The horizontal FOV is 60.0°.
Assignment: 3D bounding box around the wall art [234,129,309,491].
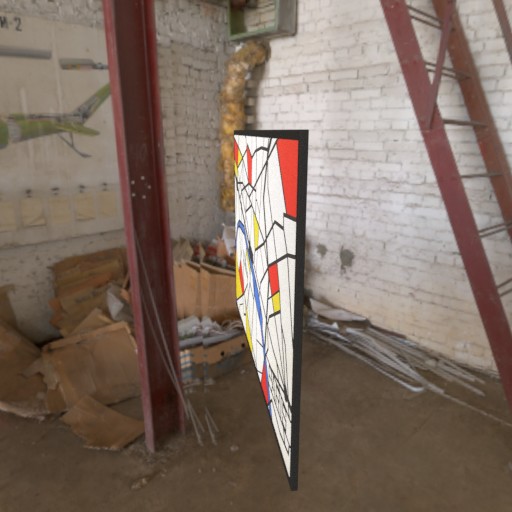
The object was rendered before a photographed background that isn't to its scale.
[{"bbox_3d":[0.000,0.000,1.216,0.013,0.665,0.963,-2,16,-8],"label":"wall art"}]
